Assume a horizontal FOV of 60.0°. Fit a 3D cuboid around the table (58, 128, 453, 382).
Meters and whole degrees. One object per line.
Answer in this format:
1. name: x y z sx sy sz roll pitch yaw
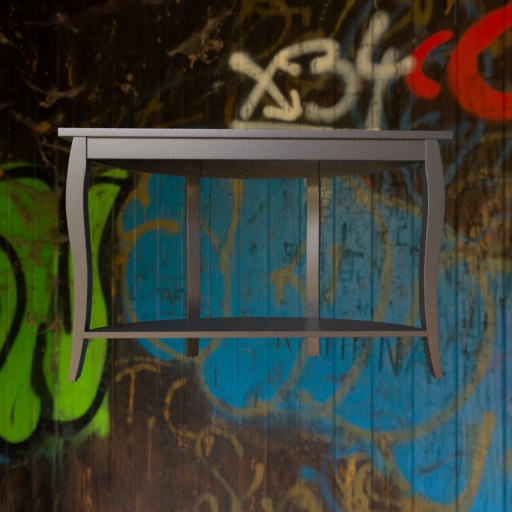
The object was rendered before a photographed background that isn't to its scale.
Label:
1. table: 0.000 0.000 1.564 1.219 0.780 0.394 0 0 -1
